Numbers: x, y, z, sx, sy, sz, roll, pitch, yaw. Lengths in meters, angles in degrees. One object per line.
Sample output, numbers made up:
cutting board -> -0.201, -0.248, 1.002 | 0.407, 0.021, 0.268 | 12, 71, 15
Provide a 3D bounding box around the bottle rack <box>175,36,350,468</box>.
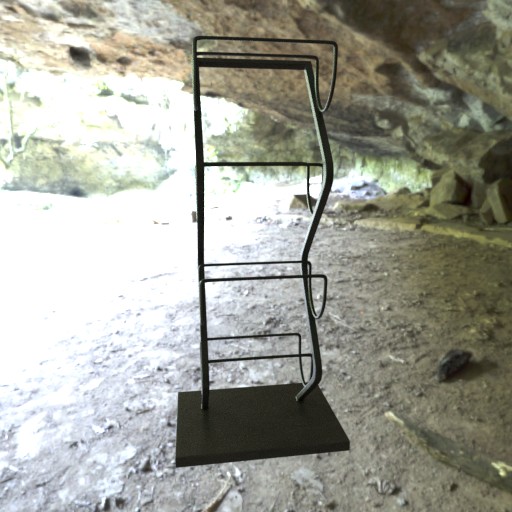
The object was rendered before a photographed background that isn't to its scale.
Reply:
bottle rack -> 0.000, 0.000, 0.660 | 0.254, 0.559, 0.178 | -2, 13, -8
